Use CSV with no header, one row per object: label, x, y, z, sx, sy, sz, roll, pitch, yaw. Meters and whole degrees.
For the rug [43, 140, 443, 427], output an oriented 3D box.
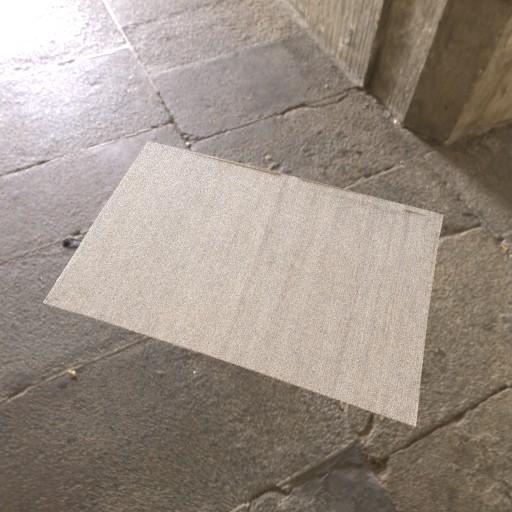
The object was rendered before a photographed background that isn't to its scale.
rug,0.000,0.000,2.315,1.820,0.022,1.179,16,60,10
